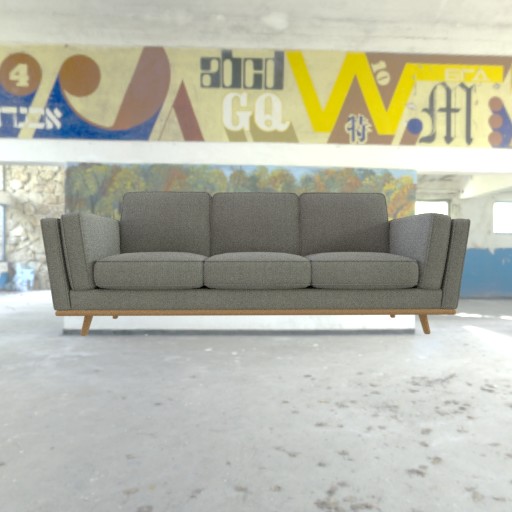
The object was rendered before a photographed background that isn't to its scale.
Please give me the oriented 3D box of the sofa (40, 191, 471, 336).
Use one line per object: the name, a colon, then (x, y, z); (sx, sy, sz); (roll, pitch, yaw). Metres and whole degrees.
sofa: (0.000, 0.000, 2.851); (2.362, 0.899, 0.903); (0, 1, -1)
